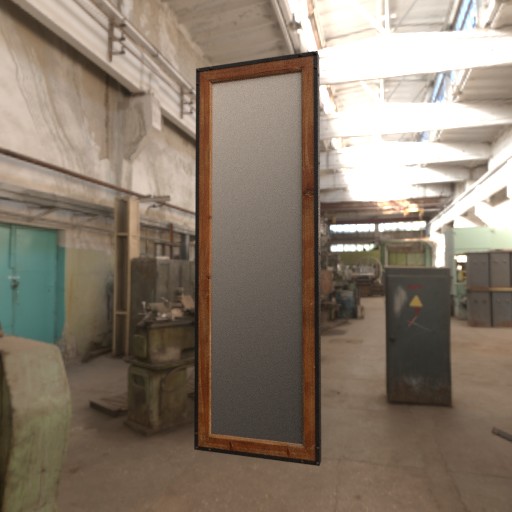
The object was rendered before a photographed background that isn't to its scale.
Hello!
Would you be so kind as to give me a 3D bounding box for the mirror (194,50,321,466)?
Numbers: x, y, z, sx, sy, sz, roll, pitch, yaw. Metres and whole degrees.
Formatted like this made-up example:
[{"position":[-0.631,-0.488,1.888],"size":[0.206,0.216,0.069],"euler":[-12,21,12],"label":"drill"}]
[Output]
[{"position":[0.000,0.000,1.213],"size":[0.354,1.080,0.042],"euler":[-1,-2,17],"label":"mirror"}]
